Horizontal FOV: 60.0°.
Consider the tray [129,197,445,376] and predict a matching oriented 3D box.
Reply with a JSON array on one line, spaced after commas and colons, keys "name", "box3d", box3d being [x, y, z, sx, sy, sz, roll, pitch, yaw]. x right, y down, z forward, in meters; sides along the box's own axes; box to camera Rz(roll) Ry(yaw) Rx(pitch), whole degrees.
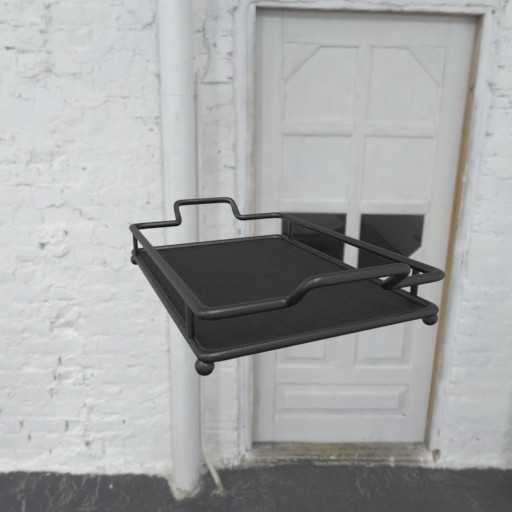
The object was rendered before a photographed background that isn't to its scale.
[{"name": "tray", "box3d": [0.000, 0.000, 0.635, 0.297, 0.101, 0.495, -7, 17, -23]}]
